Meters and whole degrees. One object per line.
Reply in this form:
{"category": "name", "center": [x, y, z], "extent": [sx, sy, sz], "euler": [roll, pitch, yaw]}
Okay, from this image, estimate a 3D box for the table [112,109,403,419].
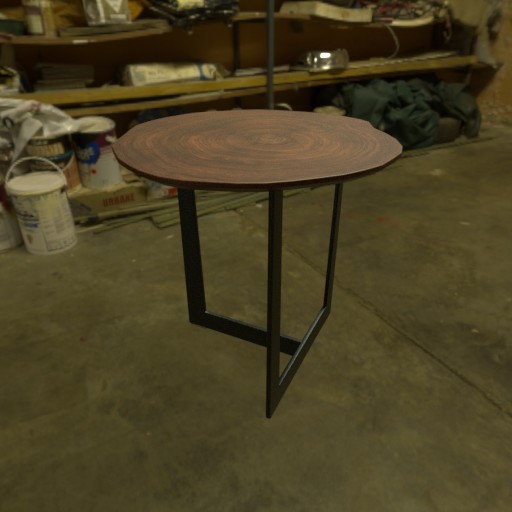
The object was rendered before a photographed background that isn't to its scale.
{"category": "table", "center": [0.000, 0.000, 0.891], "extent": [0.494, 0.476, 0.477], "euler": [8, 30, 14]}
